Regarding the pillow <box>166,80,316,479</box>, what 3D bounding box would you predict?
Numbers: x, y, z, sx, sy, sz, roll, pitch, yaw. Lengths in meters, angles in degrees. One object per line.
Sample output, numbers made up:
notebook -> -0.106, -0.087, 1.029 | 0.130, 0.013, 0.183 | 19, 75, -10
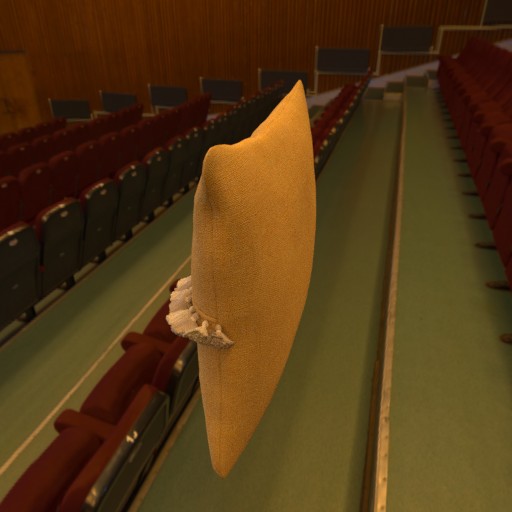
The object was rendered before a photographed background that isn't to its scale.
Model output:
pillow -> 0.000, 0.000, 0.728 | 0.167, 0.481, 0.485 | 8, 31, 14
